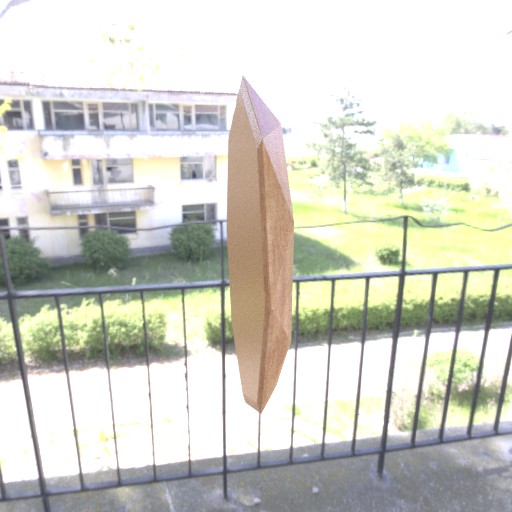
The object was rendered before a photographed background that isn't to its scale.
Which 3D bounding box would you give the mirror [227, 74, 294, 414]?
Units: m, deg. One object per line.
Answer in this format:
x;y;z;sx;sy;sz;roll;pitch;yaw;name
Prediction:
0.000;0.000;1.015;0.070;0.774;0.577;-3;17;-10;mirror
